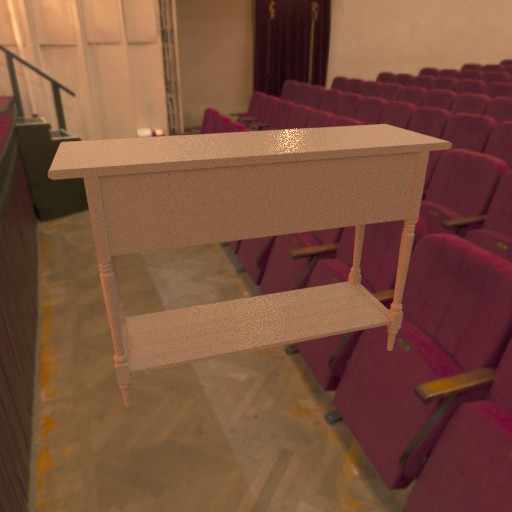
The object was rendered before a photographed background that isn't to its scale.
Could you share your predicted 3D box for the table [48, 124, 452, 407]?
[{"bbox_3d":[0.000,0.000,1.589,1.197,0.808,0.384,-8,27,-16],"label":"table"}]
